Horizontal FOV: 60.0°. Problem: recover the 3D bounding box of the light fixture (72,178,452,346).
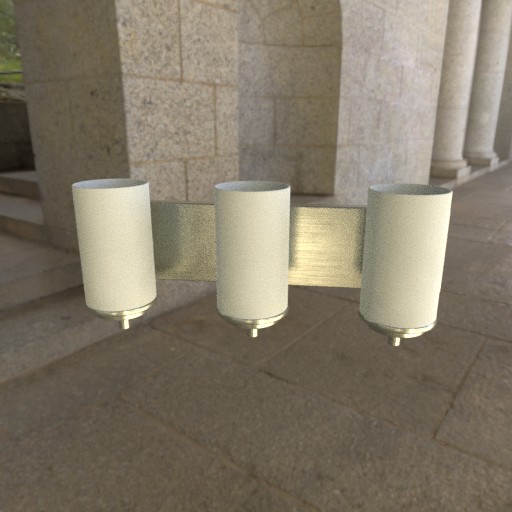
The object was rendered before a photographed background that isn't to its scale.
[{"bbox_3d":[0.000,0.000,0.516,0.451,0.172,0.145,2,17,7],"label":"light fixture"}]
